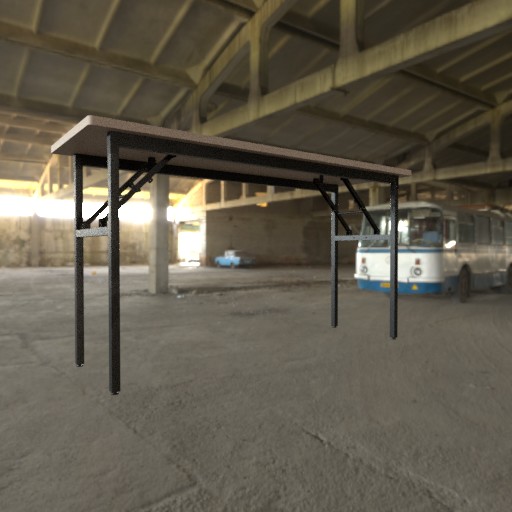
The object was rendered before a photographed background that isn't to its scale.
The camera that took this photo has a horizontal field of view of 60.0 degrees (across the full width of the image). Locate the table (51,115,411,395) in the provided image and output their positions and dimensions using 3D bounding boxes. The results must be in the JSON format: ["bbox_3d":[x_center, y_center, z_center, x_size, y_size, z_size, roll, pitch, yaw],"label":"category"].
[{"bbox_3d":[0.000,0.000,1.740,1.397,0.750,0.447,-1,1,-36],"label":"table"}]
